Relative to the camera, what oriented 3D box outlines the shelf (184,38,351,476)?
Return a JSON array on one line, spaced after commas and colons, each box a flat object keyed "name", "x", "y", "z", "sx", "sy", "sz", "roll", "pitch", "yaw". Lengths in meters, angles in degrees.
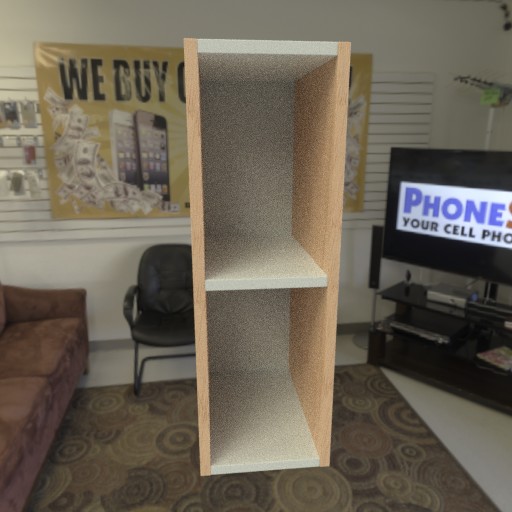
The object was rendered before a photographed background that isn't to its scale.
[{"name": "shelf", "x": 0.000, "y": 0.000, "z": 0.735, "sx": 0.200, "sy": 0.600, "sz": 0.290, "roll": -2, "pitch": 15, "yaw": -6}]
